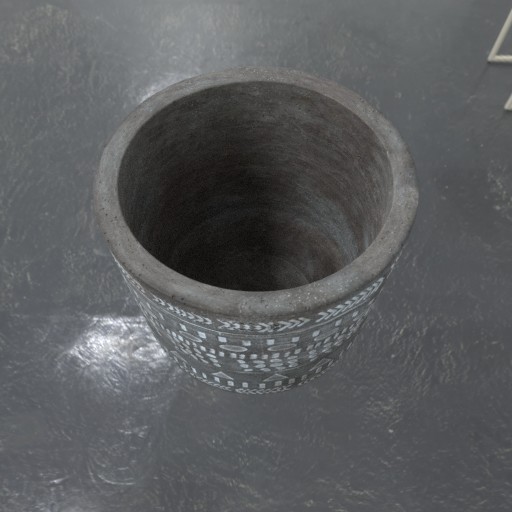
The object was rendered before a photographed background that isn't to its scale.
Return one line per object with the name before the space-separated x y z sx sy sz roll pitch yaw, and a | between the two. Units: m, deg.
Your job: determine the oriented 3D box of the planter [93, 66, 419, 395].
planter | 0.000 0.000 0.257 0.142 0.149 0.142 0 59 0
